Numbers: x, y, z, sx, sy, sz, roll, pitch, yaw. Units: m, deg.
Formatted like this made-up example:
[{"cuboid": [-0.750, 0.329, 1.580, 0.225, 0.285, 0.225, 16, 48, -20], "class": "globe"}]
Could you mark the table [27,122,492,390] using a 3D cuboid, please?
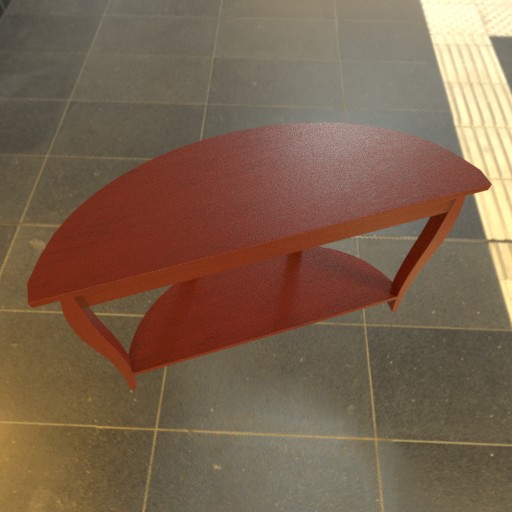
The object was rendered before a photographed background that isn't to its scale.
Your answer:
[{"cuboid": [0.000, 0.000, 1.541, 1.219, 0.779, 0.405, -15, 59, -9], "class": "table"}]
